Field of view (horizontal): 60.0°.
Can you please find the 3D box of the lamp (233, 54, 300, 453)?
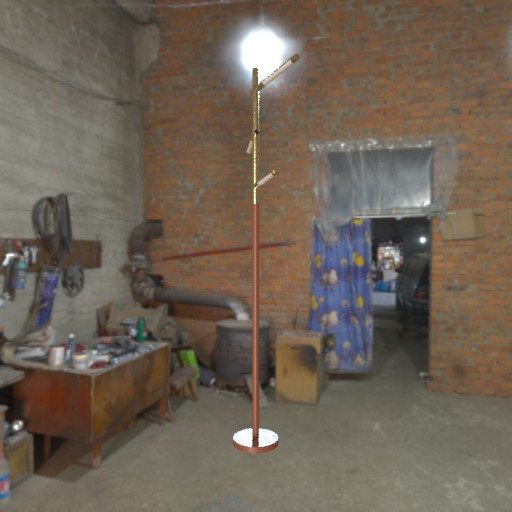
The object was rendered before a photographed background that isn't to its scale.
[{"bbox_3d":[0.000,0.000,2.011,0.209,1.704,0.737,0,0,-20],"label":"lamp"}]
